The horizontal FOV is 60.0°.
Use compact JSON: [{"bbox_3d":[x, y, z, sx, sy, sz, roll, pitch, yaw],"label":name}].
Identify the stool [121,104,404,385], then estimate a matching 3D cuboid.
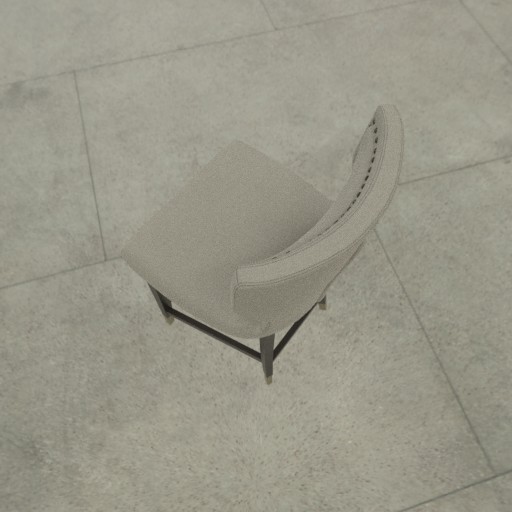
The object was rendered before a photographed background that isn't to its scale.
[{"bbox_3d":[0.000,0.000,1.304,0.563,0.982,0.527,35,68,16],"label":"stool"}]
